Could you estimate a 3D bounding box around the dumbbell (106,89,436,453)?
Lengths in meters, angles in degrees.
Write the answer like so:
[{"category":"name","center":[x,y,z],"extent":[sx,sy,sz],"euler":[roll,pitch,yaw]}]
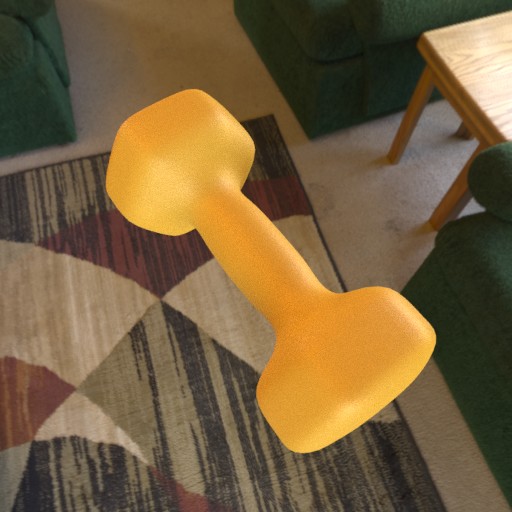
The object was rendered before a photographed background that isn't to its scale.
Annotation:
[{"category":"dumbbell","center":[0.000,0.000,0.233],"extent":[0.090,0.082,0.190],"euler":[-33,68,-15]}]
